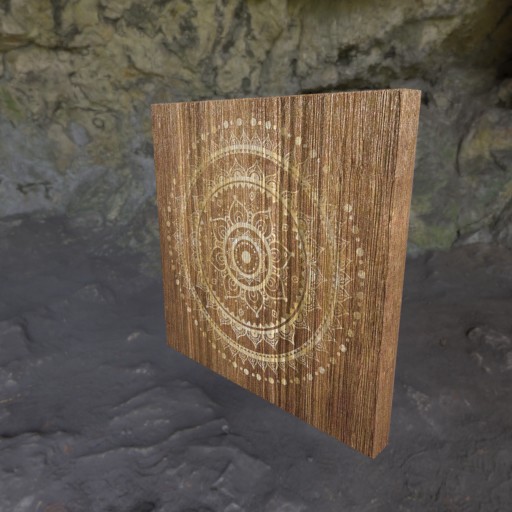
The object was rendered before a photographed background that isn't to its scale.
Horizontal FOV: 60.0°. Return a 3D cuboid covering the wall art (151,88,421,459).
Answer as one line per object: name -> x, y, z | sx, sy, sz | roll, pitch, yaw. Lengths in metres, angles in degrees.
wall art -> 0.000, 0.000, 0.602 | 0.406, 0.403, 0.039 | 15, 22, 41
